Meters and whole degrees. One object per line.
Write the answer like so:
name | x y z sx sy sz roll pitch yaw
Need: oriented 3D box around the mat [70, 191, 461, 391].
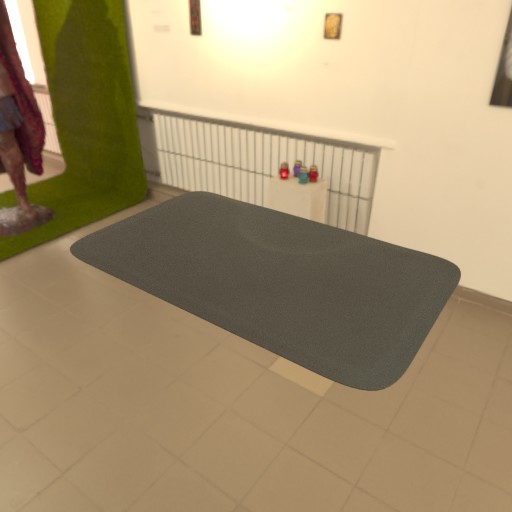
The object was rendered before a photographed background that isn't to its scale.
mat | 0.000 0.000 1.903 1.524 0.013 0.918 20 35 30
